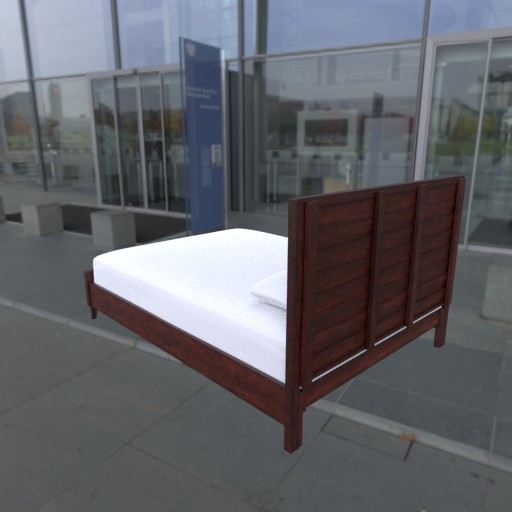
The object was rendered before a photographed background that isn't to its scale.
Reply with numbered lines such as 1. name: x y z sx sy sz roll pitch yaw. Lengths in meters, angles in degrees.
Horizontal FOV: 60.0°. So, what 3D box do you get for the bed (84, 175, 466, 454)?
1. bed: 0.000 0.000 4.020 2.040 1.492 2.803 -14 20 -42
